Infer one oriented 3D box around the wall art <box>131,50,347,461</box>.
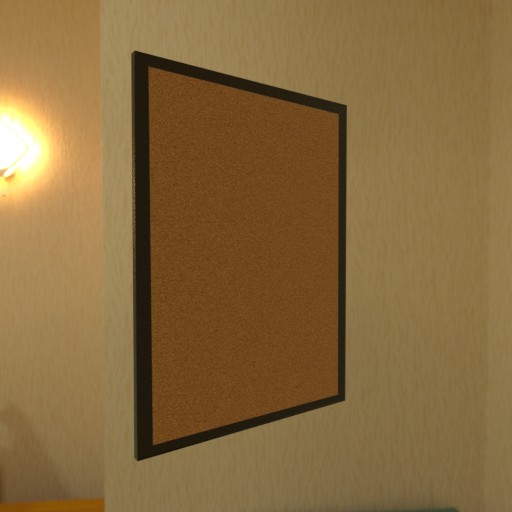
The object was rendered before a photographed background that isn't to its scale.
[{"bbox_3d":[0.000,0.000,0.853,0.480,0.657,0.016,-1,2,-35],"label":"wall art"}]
